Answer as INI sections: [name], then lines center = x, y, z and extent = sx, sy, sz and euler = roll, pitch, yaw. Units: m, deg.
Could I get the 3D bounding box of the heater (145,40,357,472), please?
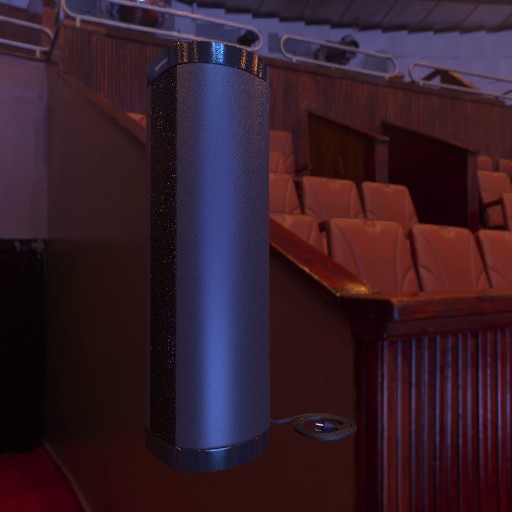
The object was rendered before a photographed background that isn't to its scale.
[heater]
center = 0.000, 0.000, 0.685
extent = 0.312, 0.552, 0.174
euler = 1, -1, -34
